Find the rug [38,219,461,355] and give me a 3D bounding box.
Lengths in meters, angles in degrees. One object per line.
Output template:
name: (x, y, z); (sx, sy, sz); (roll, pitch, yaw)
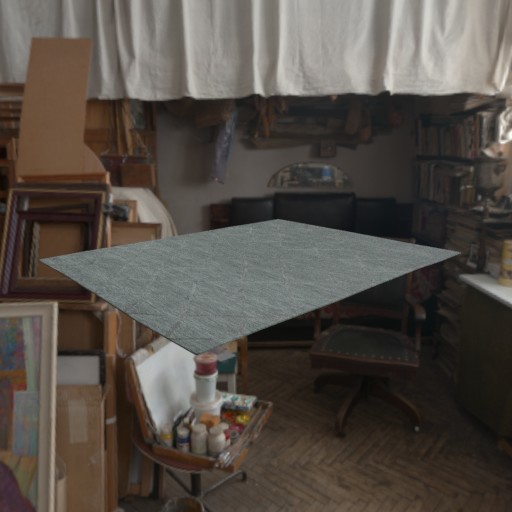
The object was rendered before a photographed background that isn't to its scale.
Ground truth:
rug: (0.000, 0.000, 4.043); (3.048, 0.013, 2.438); (-13, 20, -41)
